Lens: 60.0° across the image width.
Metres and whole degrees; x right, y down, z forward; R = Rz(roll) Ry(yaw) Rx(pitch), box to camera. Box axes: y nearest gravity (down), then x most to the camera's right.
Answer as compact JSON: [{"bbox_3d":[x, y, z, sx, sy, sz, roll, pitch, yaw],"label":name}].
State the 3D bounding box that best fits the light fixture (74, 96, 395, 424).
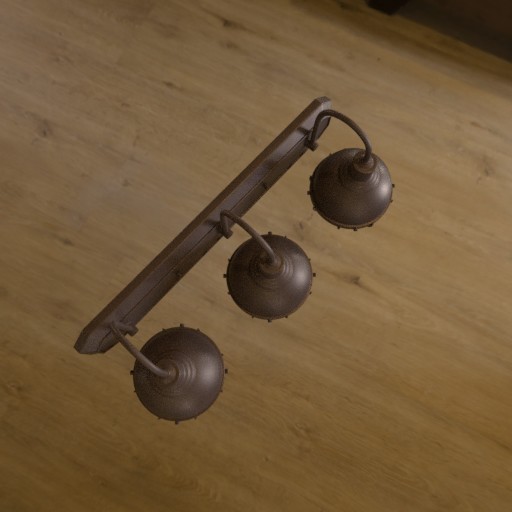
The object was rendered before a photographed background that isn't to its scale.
[{"bbox_3d":[0.000,0.000,0.770,0.229,0.254,0.634,42,79,10],"label":"light fixture"}]
